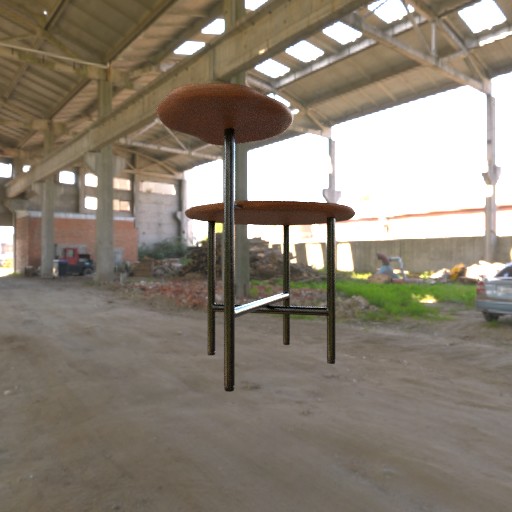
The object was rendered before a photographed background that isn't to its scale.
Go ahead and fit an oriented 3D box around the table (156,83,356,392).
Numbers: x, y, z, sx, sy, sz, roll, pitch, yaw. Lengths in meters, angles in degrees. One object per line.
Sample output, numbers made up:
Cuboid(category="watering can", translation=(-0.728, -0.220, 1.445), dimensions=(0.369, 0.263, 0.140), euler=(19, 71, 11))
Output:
Cuboid(category="table", translation=(0.000, 0.000, 1.065), dimensions=(0.442, 0.538, 0.759), euler=(0, -1, 18))
